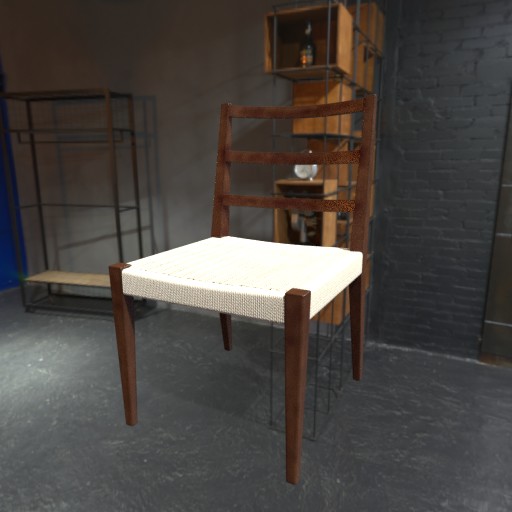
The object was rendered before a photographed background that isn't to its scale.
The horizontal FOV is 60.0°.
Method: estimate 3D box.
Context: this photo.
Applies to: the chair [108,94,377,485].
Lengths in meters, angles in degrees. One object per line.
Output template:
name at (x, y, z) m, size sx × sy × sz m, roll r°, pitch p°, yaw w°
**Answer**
chair at (0.000, 0.000, 1.146) m, size 0.480 × 0.813 × 0.551 m, roll 7°, pitch 15°, yaw 27°
